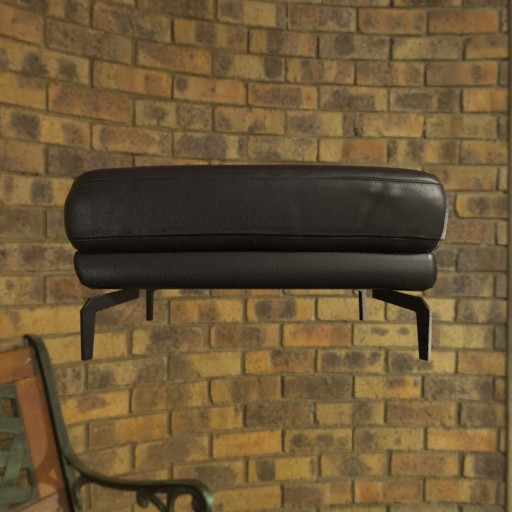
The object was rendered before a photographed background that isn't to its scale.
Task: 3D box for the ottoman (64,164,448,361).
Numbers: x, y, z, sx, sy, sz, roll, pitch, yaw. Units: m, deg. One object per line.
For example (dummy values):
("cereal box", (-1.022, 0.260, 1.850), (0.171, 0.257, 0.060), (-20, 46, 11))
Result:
("ottoman", (0.000, 0.000, 1.116), (0.764, 0.402, 0.570), (0, 0, 0))
